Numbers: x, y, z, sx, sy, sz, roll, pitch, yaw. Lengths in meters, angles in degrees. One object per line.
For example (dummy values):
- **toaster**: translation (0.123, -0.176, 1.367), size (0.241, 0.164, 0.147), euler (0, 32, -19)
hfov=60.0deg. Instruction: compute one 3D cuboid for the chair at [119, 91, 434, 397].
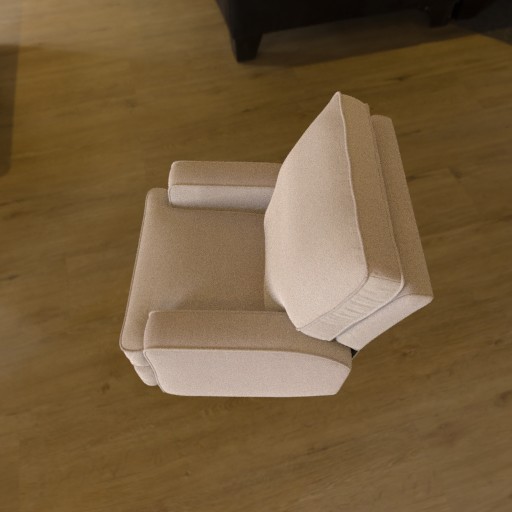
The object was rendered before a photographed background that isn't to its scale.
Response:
- **chair**: translation (0.000, 0.000, 1.695), size (0.969, 0.964, 0.861), euler (0, 57, 0)
